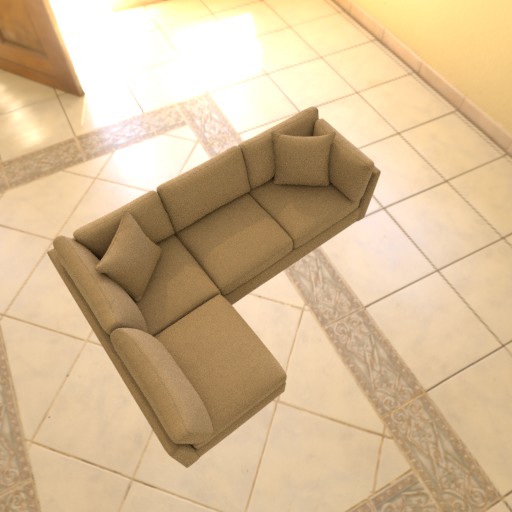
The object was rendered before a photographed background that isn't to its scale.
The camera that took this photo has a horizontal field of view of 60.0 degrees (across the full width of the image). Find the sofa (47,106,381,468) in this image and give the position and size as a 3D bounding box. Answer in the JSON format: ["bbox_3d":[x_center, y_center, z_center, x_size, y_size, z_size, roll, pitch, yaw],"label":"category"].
[{"bbox_3d":[0.000,0.000,3.902,2.896,0.978,1.994,-33,63,-19],"label":"sofa"}]
